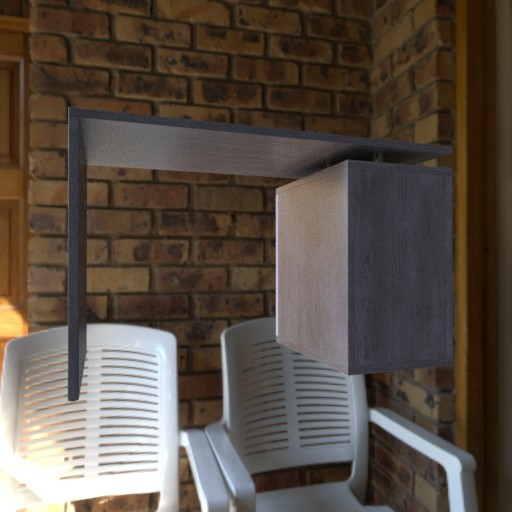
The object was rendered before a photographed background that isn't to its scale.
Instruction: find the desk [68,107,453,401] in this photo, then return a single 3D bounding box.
[{"bbox_3d":[0.000,0.000,1.586,1.200,0.740,0.600,0,0,-19],"label":"desk"}]
